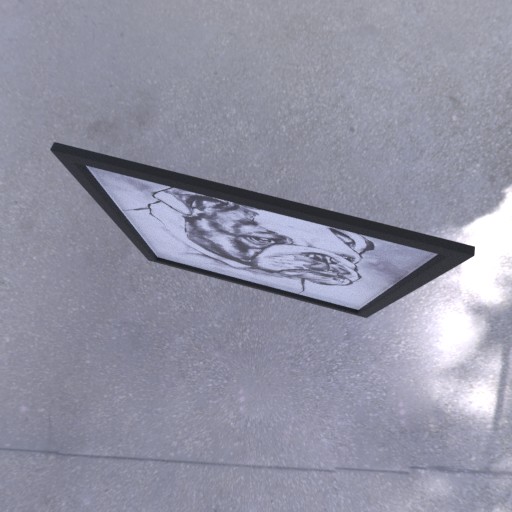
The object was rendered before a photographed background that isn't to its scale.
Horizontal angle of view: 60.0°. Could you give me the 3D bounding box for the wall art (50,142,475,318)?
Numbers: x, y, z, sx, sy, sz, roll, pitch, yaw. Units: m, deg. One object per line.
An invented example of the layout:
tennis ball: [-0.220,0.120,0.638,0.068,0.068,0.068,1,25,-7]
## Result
wall art: [0.000,0.000,0.985,0.663,0.659,0.016,15,75,4]
